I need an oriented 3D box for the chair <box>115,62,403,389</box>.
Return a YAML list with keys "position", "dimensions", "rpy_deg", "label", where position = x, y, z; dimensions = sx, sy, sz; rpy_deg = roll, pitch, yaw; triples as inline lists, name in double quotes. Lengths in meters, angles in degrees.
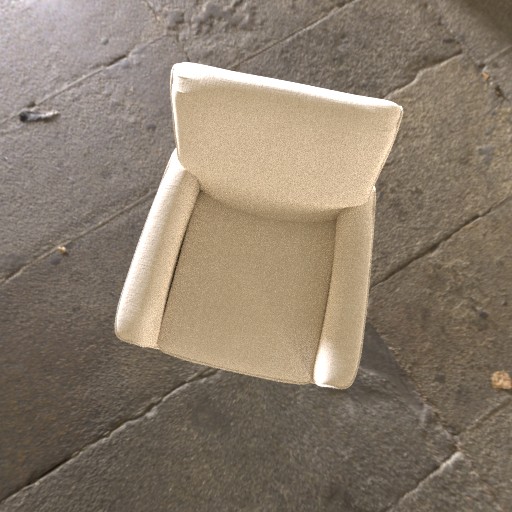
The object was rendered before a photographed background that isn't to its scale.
- position: [0.000, 0.000, 1.645]
  dimensions: [0.841, 1.028, 0.858]
  rpy_deg: [12, 77, 3]
  label: "chair"
